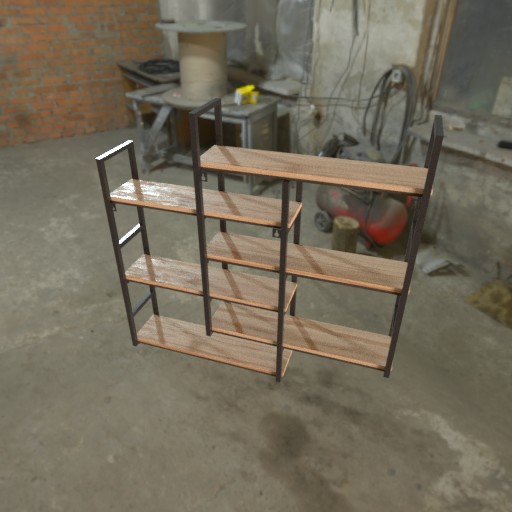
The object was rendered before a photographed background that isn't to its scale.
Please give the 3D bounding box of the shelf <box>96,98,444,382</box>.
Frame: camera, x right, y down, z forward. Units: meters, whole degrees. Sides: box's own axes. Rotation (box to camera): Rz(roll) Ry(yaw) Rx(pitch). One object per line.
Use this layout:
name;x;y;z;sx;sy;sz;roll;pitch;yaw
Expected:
shelf;0.000;0.000;1.424;0.946;0.921;0.183;10;33;15
